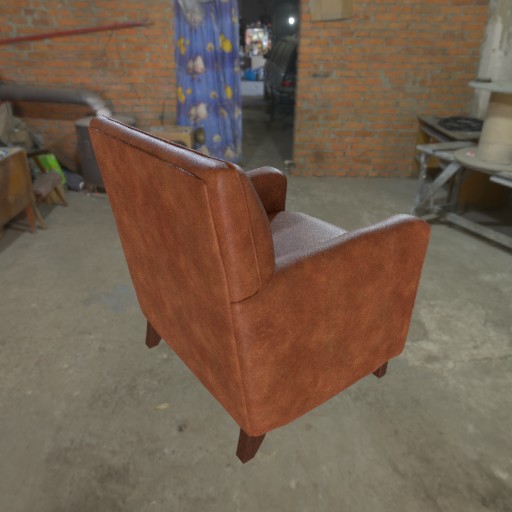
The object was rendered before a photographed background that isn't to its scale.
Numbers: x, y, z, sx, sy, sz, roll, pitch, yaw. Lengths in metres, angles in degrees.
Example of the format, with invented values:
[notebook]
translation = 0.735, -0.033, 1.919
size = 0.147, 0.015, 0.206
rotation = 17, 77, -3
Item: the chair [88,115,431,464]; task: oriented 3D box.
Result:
[chair]
translation = 0.000, 0.000, 1.589
size = 0.823, 0.943, 0.870
rotation = -18, 31, -32
